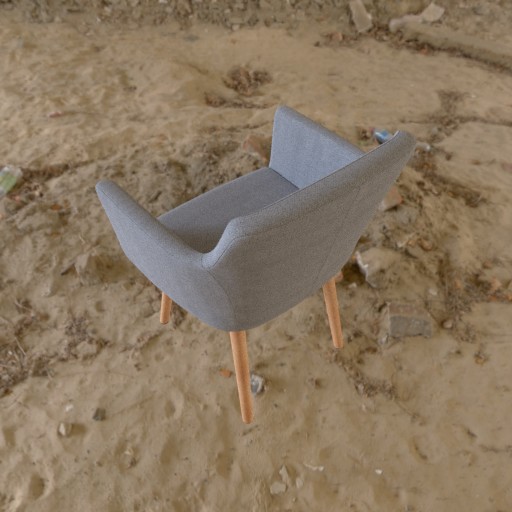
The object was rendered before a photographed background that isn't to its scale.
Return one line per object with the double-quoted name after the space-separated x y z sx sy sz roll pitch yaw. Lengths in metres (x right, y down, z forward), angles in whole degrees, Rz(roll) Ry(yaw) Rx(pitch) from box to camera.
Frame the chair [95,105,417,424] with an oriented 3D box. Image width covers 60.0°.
0.000 0.000 1.153 0.570 0.780 0.540 -31 53 -27 "chair"
